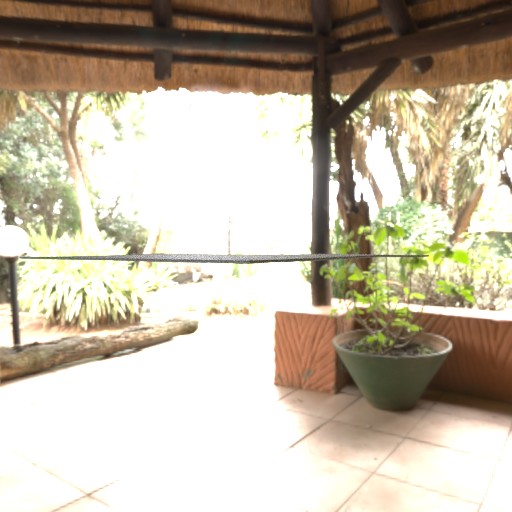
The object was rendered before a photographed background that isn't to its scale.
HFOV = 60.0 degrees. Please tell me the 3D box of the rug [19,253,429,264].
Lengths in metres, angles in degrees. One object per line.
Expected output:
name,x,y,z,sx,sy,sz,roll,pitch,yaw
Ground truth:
rug,0.000,0.000,2.931,1.613,0.030,2.306,1,1,36
